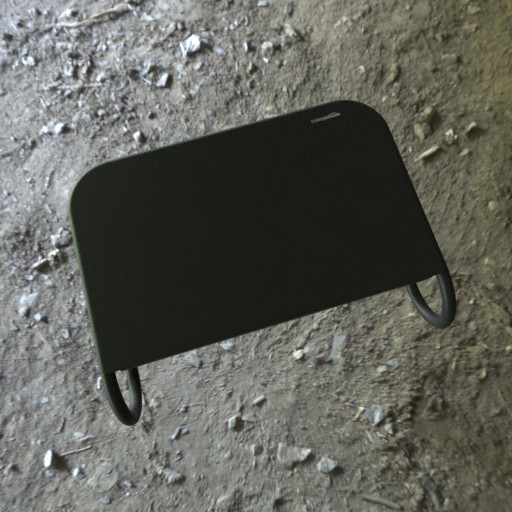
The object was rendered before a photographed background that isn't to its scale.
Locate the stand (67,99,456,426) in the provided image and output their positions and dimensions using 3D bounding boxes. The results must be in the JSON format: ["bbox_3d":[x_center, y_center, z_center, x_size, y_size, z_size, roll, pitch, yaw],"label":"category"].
[{"bbox_3d":[0.000,0.000,0.515,0.370,0.108,0.280,-16,76,-4],"label":"stand"}]
